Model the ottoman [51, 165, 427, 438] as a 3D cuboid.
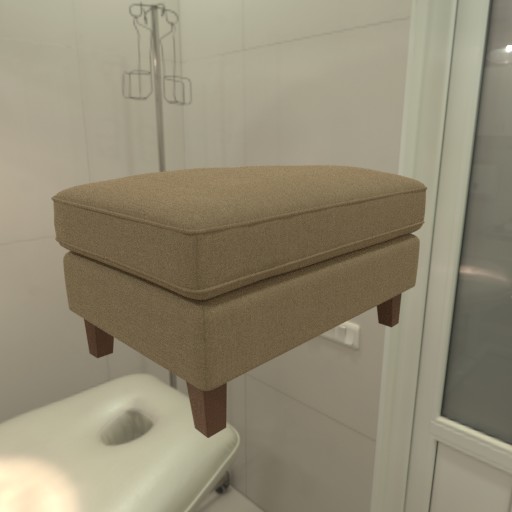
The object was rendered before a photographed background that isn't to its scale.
[{"bbox_3d":[0.000,0.000,1.317,0.636,0.521,0.945,14,21,43],"label":"ottoman"}]
